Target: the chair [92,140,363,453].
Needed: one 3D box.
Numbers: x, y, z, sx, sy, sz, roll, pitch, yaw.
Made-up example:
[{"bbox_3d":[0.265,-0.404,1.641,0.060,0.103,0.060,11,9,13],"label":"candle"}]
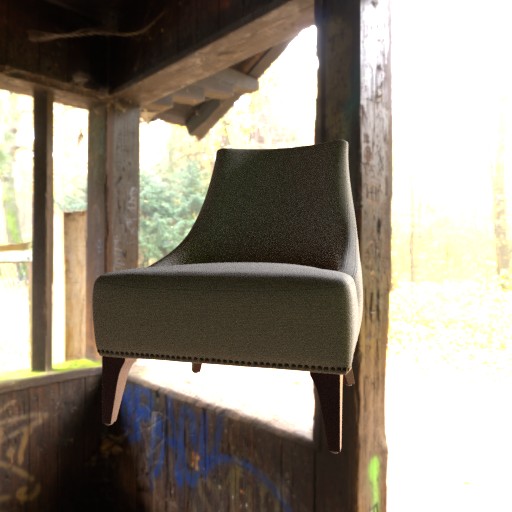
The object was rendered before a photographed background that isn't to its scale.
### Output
[{"bbox_3d":[0.000,0.000,1.479,0.701,0.909,0.861,0,0,16],"label":"chair"}]
